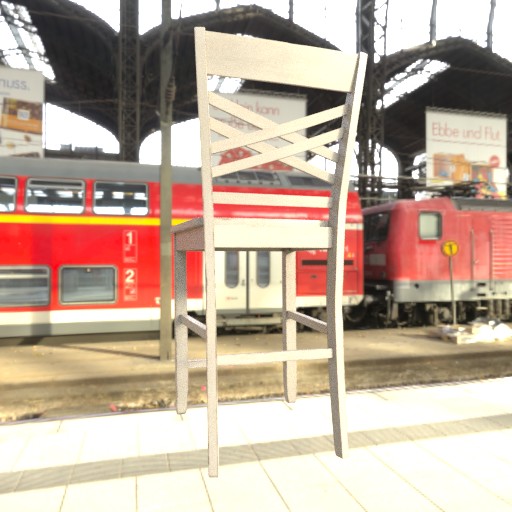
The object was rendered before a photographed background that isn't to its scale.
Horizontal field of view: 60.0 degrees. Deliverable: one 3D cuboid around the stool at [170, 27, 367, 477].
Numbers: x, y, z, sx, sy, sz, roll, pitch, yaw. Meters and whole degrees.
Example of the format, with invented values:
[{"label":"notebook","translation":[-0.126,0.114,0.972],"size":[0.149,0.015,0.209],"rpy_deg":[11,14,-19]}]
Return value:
[{"label":"stool","translation":[0.000,0.000,1.347],"size":[0.462,1.079,0.539],"rpy_deg":[0,-1,-17]}]
